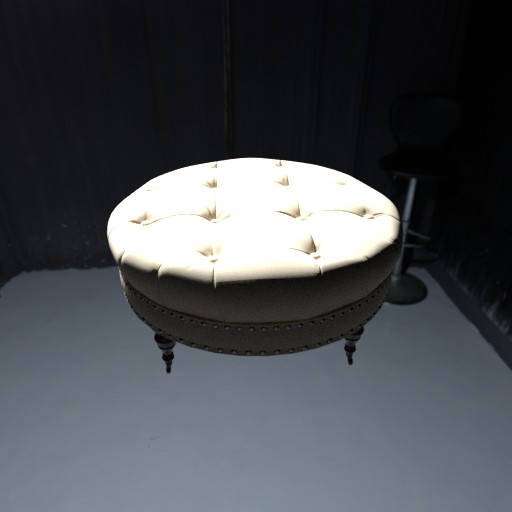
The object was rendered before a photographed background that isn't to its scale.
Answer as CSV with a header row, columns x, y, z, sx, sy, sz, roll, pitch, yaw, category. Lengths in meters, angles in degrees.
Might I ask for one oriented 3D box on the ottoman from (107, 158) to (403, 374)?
x,y,z,sx,sy,sz,roll,pitch,yaw,category
0.000,0.000,1.441,0.901,0.439,0.901,0,30,0,ottoman
